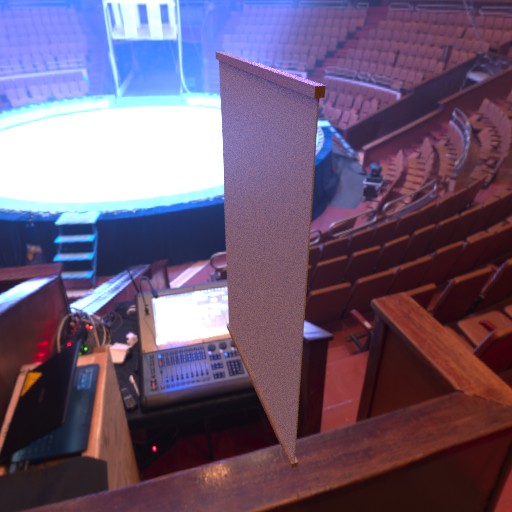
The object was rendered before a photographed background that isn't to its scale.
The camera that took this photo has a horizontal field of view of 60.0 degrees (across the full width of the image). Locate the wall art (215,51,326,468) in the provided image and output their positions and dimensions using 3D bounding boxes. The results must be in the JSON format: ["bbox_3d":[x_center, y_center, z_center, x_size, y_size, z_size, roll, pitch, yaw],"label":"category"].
[{"bbox_3d":[0.000,0.000,1.901,0.030,1.519,0.990,-10,31,-17],"label":"wall art"}]
